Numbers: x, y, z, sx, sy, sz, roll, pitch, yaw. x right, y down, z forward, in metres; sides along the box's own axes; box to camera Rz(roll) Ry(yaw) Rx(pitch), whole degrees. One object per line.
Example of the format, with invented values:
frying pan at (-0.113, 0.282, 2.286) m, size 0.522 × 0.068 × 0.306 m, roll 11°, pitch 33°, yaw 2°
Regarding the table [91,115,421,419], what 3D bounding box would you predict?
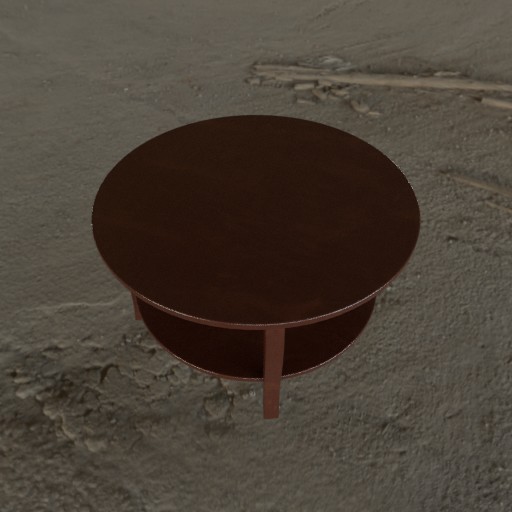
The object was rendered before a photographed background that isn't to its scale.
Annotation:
table at (0.000, 0.000, 1.447) m, size 0.911 × 0.512 × 0.911 m, roll 0°, pitch 46°, yaw 0°
